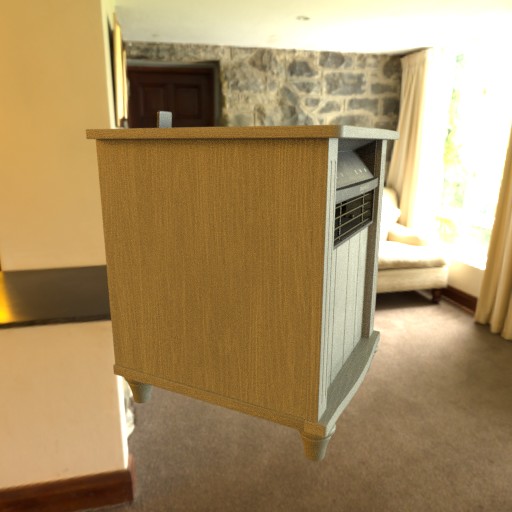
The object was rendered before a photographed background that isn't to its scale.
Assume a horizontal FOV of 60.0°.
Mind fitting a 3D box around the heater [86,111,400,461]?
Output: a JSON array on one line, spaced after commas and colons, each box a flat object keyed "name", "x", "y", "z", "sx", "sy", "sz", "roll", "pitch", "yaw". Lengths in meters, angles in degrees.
[{"name": "heater", "x": 0.000, "y": 0.000, "z": 0.756, "sx": 0.400, "sy": 0.481, "sz": 0.362, "roll": 7, "pitch": 16, "yaw": 26}]
